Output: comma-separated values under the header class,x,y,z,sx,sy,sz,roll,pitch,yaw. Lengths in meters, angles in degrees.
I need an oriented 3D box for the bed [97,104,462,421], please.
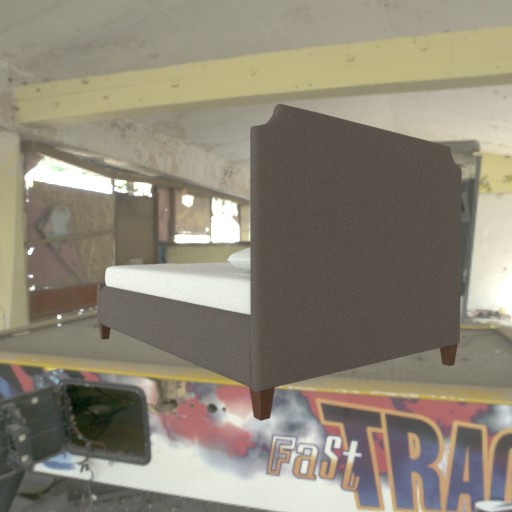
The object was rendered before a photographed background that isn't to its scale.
class,x,y,z,sx,sy,sz,roll,pitch,yaw
bed,0.000,0.000,3.374,1.713,1.443,2.372,-1,1,-37
